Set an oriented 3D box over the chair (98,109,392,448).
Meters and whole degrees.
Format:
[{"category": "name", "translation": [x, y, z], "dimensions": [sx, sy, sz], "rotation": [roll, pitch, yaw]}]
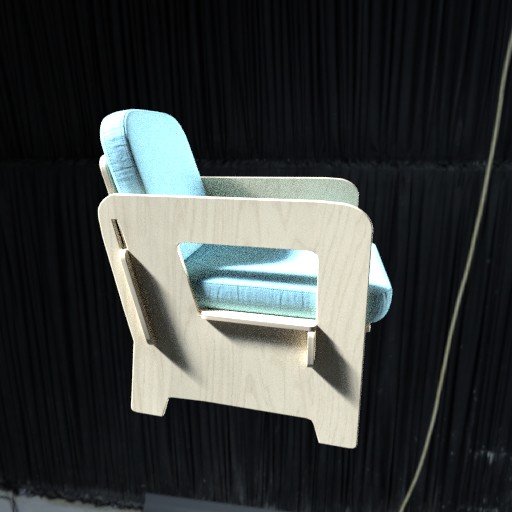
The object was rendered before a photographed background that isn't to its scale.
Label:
[{"category": "chair", "translation": [0.000, 0.000, 1.277], "dimensions": [0.710, 0.800, 0.590], "rotation": [3, 15, 9]}]
